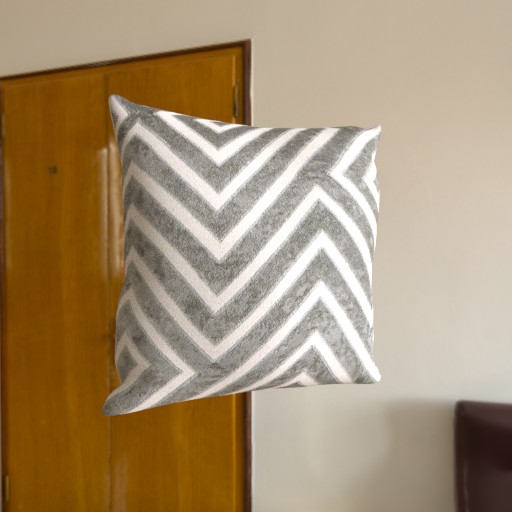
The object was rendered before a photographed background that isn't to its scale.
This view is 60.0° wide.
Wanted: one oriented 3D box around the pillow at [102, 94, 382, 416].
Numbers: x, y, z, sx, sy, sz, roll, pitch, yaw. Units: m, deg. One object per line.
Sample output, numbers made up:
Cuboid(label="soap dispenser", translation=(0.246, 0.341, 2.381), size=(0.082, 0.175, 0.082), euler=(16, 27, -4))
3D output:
Cuboid(label="pillow", translation=(0.000, 0.000, 0.666), size=(0.440, 0.441, 0.182), euler=(0, 1, -18))
